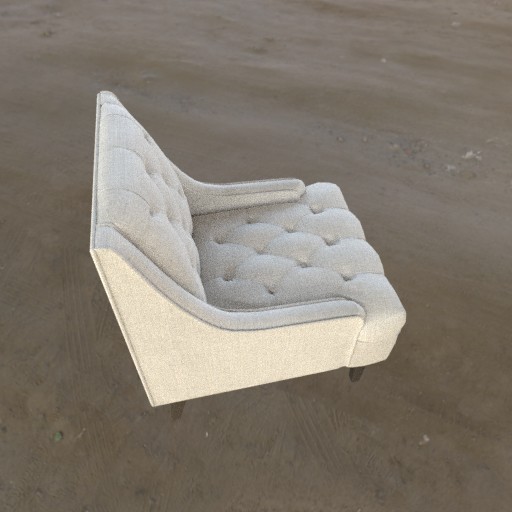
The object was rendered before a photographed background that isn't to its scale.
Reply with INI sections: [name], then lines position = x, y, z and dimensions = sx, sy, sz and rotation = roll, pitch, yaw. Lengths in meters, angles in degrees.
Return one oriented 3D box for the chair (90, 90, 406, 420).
[chair]
position = 0.000, 0.000, 1.399
dimensions = 0.772, 0.891, 0.658
rotation = -9, 48, -8
